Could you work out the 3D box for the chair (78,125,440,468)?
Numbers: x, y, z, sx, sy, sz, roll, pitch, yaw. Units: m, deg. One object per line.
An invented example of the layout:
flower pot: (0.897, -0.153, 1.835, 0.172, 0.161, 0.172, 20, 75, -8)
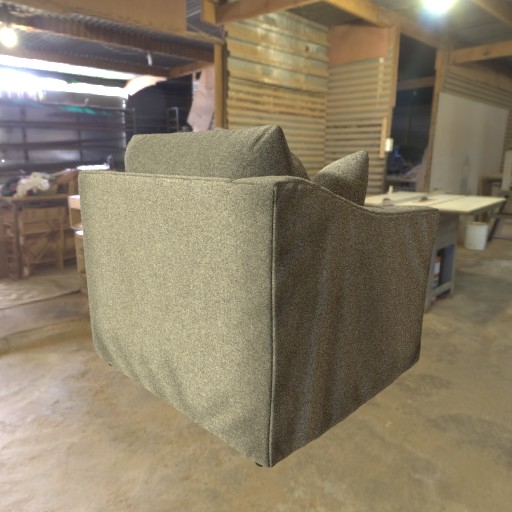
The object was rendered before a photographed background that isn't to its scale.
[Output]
chair: (0.000, 0.000, 1.970, 1.194, 1.059, 1.071, 13, 18, 43)
